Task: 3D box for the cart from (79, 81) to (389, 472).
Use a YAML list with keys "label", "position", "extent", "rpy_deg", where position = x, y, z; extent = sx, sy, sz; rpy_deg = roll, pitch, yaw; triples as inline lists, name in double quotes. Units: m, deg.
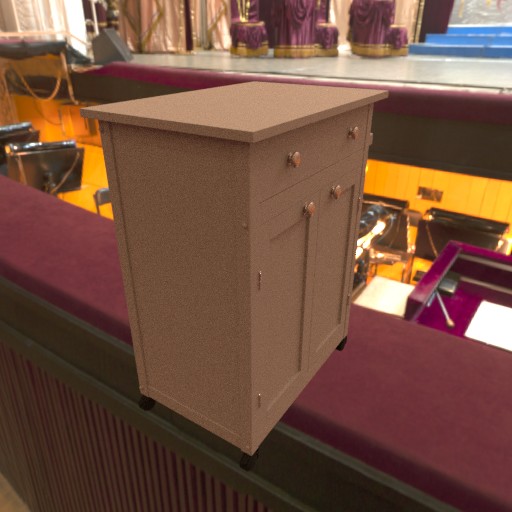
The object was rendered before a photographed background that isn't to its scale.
- label: "cart"
  position: [0.000, 0.000, 1.275]
  extent: [0.442, 0.864, 0.683]
  rpy_deg: [17, 31, 29]
